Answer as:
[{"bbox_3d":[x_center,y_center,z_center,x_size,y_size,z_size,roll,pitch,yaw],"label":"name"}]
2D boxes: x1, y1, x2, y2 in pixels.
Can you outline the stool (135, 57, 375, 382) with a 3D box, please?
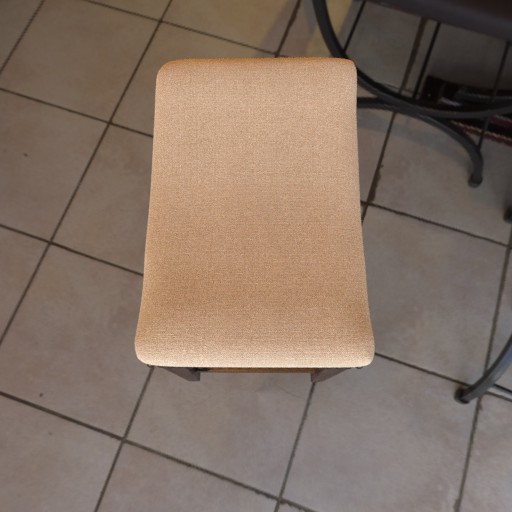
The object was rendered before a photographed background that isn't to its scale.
[{"bbox_3d":[0.000,0.000,0.957,0.363,0.669,0.509,0,73,0],"label":"stool"}]
